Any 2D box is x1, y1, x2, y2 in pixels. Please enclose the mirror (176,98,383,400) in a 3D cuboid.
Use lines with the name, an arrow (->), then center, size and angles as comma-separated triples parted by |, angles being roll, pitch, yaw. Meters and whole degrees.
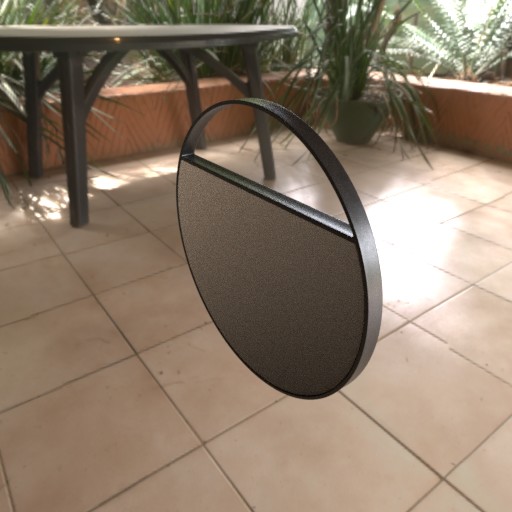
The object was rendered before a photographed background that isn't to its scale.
mirror -> 0.000, 0.000, 0.841 | 0.032, 0.565, 0.565 | -20, 35, -32
